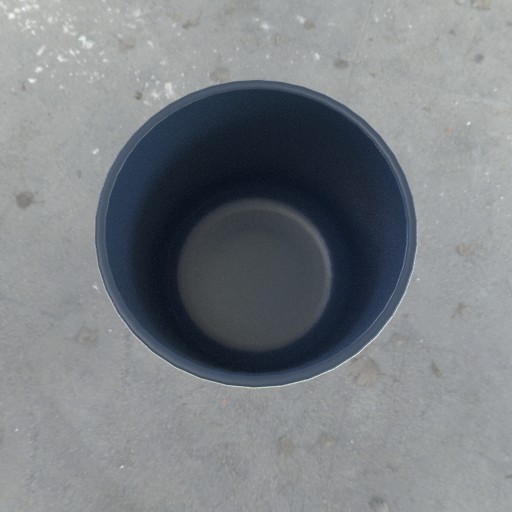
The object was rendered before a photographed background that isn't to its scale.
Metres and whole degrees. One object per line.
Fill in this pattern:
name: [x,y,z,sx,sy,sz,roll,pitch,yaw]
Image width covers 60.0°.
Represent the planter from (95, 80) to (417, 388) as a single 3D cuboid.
planter: [0.000,0.000,0.402,0.224,0.203,0.224,0,76,0]
